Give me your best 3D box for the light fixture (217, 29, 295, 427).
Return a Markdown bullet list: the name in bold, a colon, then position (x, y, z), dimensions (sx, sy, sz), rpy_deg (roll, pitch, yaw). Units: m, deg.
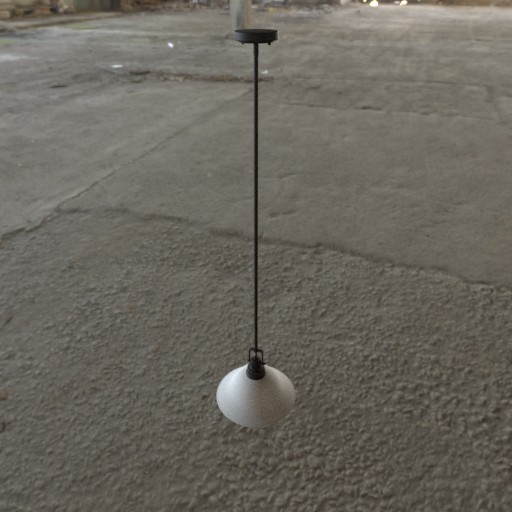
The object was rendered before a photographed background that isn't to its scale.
- **light fixture**: position (0.000, 0.000, 1.471), dimensions (0.324, 1.337, 0.324), rpy_deg (10, 33, 15)
